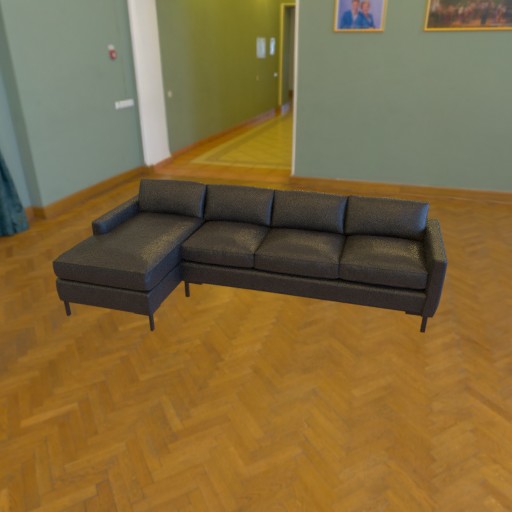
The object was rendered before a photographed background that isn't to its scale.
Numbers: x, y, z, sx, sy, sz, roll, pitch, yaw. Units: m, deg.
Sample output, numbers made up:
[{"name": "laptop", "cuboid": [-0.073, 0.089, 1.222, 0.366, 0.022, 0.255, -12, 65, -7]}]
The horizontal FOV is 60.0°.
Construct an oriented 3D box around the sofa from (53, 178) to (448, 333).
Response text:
[{"name": "sofa", "cuboid": [0.000, 0.000, 3.785, 2.993, 0.859, 1.471, 7, 26, 14]}]
